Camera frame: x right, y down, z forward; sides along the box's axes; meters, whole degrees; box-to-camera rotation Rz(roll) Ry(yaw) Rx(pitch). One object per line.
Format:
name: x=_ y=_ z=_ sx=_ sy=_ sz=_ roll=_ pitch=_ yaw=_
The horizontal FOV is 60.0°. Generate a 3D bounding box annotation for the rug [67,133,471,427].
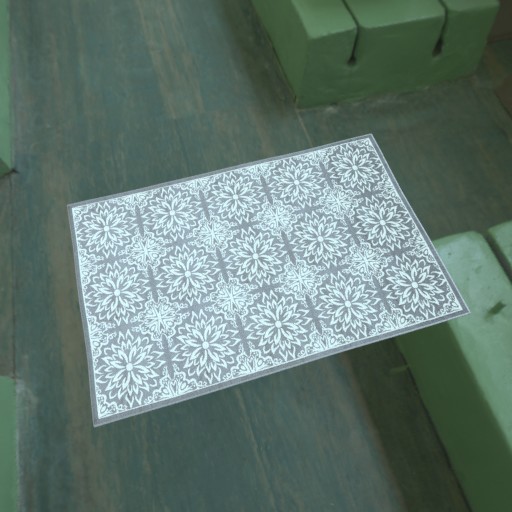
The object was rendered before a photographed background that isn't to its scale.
rug: x=0.000 y=0.000 z=3.466 sx=2.746 sy=0.018 sz=1.819 roll=-15 pitch=63 yaw=-8
